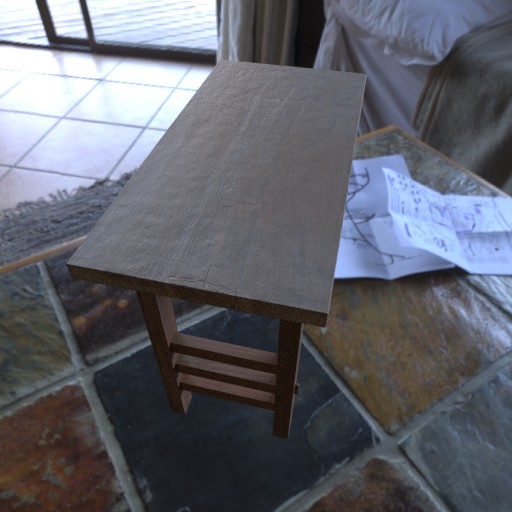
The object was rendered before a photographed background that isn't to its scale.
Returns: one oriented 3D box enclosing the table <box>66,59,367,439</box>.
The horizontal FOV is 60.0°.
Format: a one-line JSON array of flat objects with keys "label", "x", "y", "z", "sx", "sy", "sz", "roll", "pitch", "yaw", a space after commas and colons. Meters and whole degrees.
[{"label": "table", "x": 0.000, "y": 0.000, "z": 1.596, "sx": 0.556, "sy": 0.914, "sz": 1.119, "roll": 10, "pitch": 46, "yaw": 10}]
